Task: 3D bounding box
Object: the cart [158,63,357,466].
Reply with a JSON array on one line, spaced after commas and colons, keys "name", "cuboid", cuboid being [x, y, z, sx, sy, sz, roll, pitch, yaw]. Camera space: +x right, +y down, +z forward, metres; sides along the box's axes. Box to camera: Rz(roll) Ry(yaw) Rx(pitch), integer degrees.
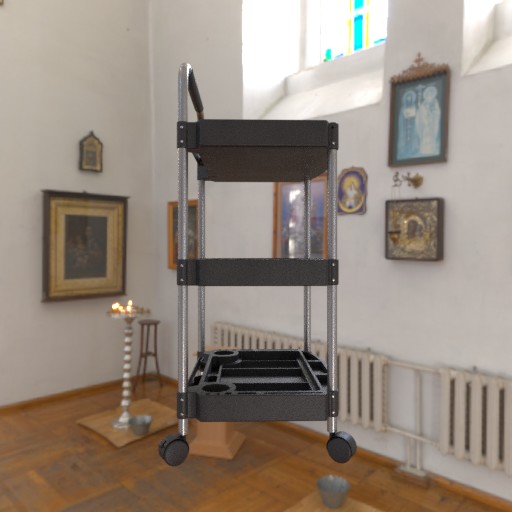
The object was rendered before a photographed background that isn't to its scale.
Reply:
[{"name": "cart", "cuboid": [0.000, 0.000, 1.413, 0.518, 1.075, 0.584, 0, 0, -1]}]
